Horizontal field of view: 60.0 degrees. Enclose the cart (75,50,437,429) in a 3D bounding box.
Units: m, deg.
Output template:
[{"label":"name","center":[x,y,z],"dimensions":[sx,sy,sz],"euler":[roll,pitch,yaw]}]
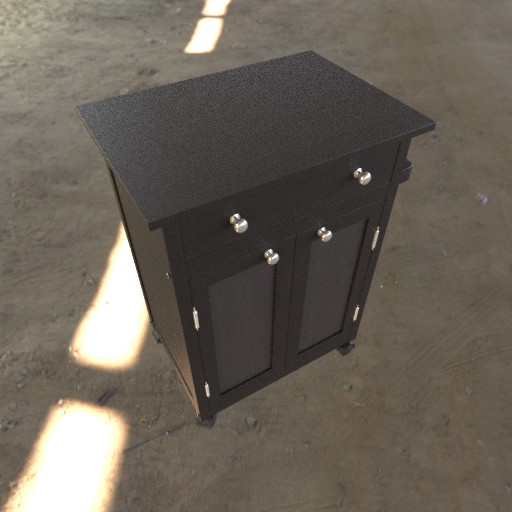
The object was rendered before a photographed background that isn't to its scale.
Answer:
[{"label":"cart","center":[0.000,0.000,1.268],"dimensions":[0.660,0.879,0.456],"euler":[-23,50,-21]}]
